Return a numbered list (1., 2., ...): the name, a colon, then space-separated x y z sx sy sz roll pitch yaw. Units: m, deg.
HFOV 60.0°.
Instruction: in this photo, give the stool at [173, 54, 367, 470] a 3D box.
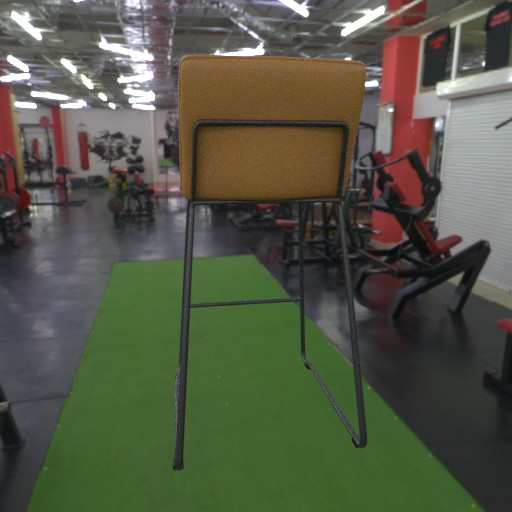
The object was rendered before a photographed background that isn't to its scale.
1. stool: 0.000 0.000 1.225 0.489 0.936 0.524 -2 14 -10
